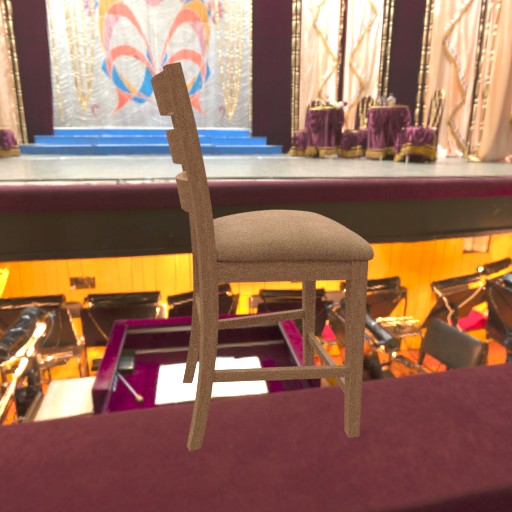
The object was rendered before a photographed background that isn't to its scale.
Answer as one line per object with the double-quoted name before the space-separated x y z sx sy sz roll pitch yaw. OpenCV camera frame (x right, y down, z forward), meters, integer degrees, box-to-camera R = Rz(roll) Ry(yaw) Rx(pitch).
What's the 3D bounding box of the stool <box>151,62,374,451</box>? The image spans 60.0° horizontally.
"stool" 0.000 0.000 1.363 0.569 1.032 0.484 -3 16 -11
